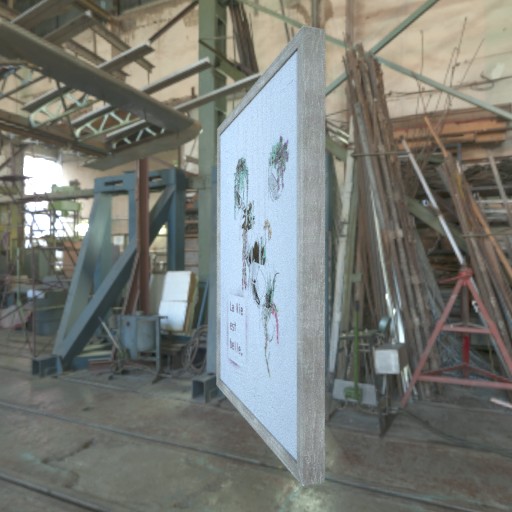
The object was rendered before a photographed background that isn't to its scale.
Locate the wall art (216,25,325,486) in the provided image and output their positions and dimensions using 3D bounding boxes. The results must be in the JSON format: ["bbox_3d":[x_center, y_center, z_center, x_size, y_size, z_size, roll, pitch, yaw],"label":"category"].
[{"bbox_3d":[0.000,0.000,0.706,0.032,0.521,0.421,0,0,-19],"label":"wall art"}]
